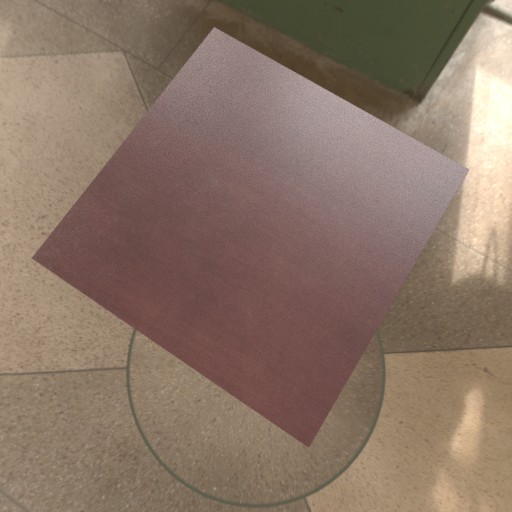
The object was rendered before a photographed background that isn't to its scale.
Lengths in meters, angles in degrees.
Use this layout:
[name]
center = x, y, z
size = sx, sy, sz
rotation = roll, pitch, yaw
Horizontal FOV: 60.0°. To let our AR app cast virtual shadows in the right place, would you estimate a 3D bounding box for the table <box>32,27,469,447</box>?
[table]
center = 0.000, 0.000, 1.687
size = 0.861, 0.991, 0.861
rotation = 32, 78, 7
